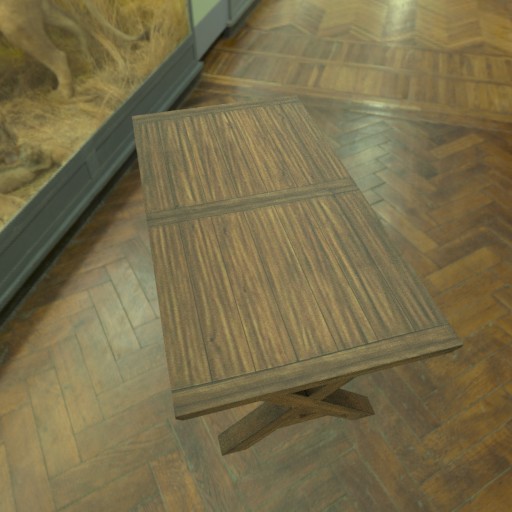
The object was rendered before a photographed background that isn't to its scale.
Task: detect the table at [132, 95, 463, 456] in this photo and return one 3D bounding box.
[{"bbox_3d":[0.000,0.000,2.484,1.071,0.793,1.966,-11,48,-10],"label":"table"}]
